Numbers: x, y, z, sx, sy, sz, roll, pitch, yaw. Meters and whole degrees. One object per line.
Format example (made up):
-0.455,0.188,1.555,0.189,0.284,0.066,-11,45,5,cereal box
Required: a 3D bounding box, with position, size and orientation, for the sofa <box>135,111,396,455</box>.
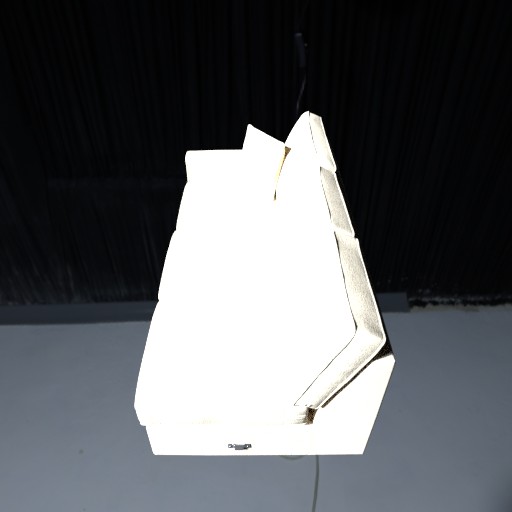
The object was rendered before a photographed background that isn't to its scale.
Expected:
0.000,0.000,2.541,1.034,0.946,1.962,0,40,0,sofa
